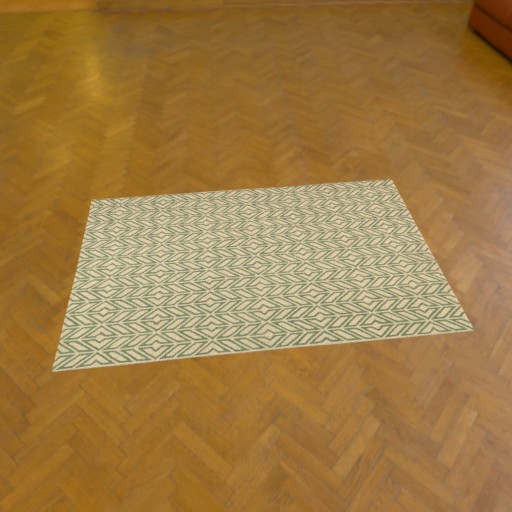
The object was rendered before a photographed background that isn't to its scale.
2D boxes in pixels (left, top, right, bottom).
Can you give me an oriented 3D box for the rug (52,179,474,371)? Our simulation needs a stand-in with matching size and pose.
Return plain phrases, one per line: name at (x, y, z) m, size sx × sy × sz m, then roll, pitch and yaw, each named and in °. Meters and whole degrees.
rug at (0.000, 0.000, 3.060) m, size 2.435 × 0.011 × 1.517 m, roll -5°, pitch 46°, yaw -4°
